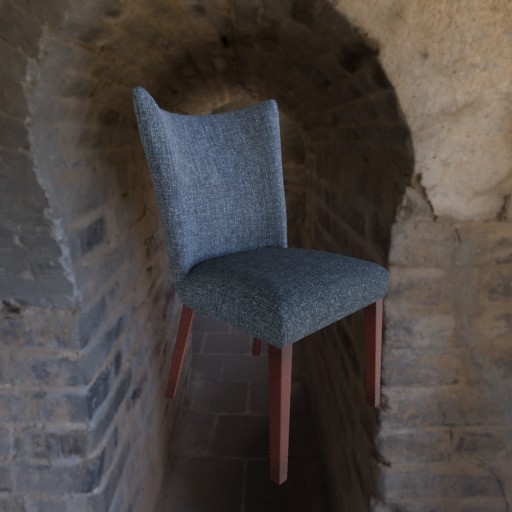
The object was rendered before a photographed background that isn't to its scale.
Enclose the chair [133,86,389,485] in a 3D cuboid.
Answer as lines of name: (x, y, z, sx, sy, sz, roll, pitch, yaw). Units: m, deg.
chair: (0.000, 0.000, 1.302, 0.623, 0.924, 0.535, 14, 21, 43)
